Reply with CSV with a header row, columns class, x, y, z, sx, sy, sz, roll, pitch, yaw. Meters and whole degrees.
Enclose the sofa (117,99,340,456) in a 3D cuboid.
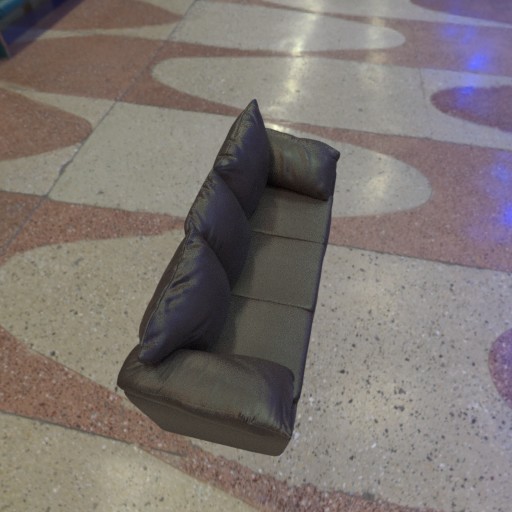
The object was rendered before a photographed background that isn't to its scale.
class,x,y,z,sx,sy,sz,roll,pitch,yaw
sofa,0.000,0.000,2.941,0.907,1.091,2.390,10,48,9
